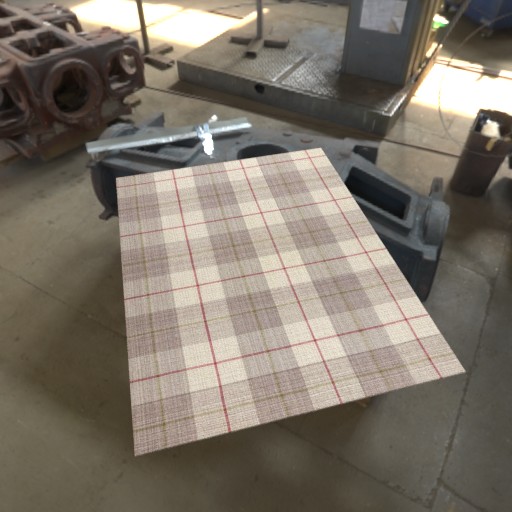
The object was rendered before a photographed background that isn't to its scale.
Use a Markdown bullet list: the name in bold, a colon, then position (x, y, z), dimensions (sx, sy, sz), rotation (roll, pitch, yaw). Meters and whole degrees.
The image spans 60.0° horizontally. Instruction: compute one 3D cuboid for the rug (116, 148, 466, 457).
- **rug**: position (0.000, 0.000, 3.942), dimensions (2.317, 0.016, 2.959), rotation (-11, 47, -10)
